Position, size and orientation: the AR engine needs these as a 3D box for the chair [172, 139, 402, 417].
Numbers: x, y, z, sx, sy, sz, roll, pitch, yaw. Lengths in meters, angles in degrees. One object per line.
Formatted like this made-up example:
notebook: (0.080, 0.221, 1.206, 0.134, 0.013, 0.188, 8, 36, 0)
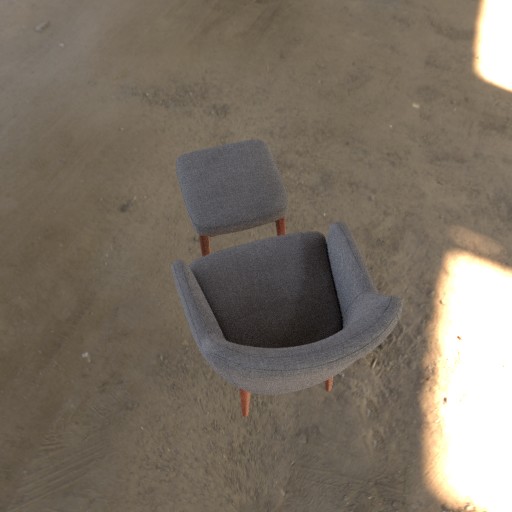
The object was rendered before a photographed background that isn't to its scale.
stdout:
chair: (0.000, 0.000, 1.583, 0.584, 0.799, 1.107, -14, 59, -9)
